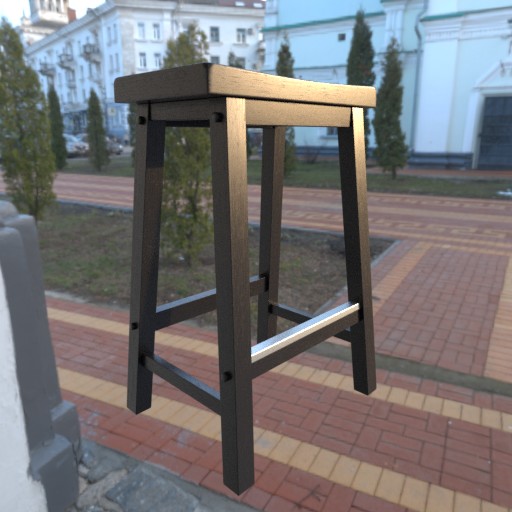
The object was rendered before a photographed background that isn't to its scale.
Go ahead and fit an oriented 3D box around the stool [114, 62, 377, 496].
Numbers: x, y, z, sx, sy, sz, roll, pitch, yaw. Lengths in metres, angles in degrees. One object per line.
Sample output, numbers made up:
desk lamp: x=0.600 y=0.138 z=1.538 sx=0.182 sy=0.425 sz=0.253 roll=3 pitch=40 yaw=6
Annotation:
stool: x=0.000 y=0.000 z=0.832 sx=0.322 sy=0.610 sz=0.406 roll=14 pitch=21 yaw=42
